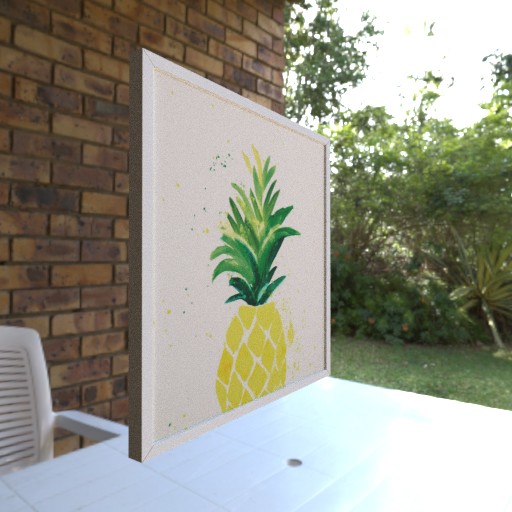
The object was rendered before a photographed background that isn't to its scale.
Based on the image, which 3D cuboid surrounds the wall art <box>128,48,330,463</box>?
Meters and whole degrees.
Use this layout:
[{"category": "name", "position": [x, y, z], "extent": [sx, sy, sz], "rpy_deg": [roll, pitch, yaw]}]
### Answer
[{"category": "wall art", "position": [0.000, 0.000, 1.132], "extent": [0.038, 0.761, 0.763], "rpy_deg": [0, -1, 36]}]
